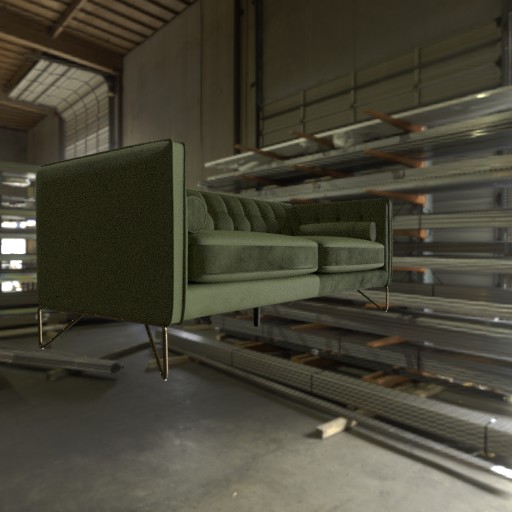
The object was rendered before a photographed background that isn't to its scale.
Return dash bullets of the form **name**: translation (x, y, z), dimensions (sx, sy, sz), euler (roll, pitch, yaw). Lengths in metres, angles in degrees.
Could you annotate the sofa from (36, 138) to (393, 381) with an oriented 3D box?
- **sofa**: translation (0.000, 0.000, 2.480), dimensions (0.867, 0.789, 2.087), euler (0, 1, 36)
